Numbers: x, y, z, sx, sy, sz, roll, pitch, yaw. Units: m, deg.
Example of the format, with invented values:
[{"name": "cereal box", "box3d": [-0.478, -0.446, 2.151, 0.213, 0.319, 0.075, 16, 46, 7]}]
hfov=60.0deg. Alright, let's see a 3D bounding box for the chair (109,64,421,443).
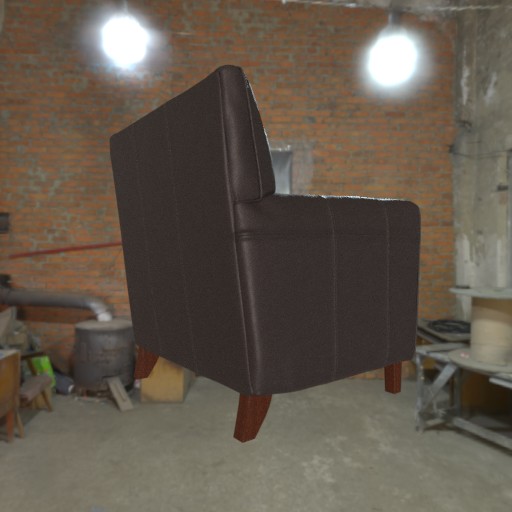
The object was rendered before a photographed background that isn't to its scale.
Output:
[{"name": "chair", "box3d": [0.000, 0.000, 1.613, 0.825, 0.943, 0.870, 0, 1, -37]}]
